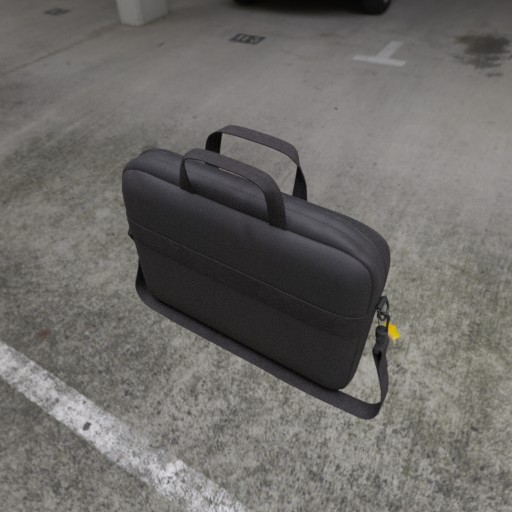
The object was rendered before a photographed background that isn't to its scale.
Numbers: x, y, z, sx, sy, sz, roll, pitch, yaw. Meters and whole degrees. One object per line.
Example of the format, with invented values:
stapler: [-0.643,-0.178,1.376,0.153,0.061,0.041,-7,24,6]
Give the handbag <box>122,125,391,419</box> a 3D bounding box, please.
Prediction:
handbag: [0.000,0.000,0.433,0.320,0.244,0.089,24,50,21]
